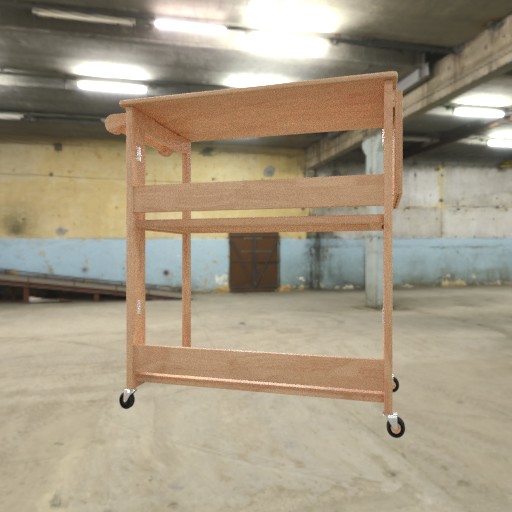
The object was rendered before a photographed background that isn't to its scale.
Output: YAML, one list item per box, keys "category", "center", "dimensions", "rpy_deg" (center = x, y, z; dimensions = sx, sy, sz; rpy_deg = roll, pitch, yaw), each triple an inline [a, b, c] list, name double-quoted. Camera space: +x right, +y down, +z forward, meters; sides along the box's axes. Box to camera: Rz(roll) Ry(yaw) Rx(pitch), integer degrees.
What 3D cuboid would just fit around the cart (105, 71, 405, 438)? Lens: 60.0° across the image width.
- category: "cart"
  center: [0.000, 0.000, 1.366]
  dimensions: [0.853, 0.879, 0.432]
  rpy_deg: [0, 0, 16]
